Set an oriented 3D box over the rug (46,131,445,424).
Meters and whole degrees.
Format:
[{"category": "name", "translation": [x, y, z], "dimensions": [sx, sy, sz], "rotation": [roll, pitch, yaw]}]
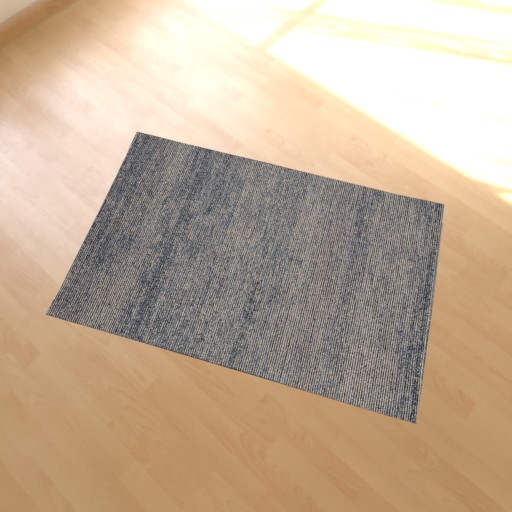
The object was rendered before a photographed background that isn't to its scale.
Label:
[{"category": "rug", "translation": [0.000, 0.000, 2.258], "dimensions": [1.793, 0.025, 1.159], "rotation": [15, 66, 7]}]
